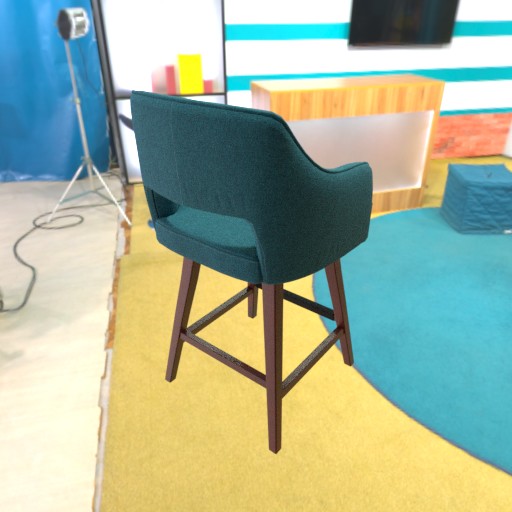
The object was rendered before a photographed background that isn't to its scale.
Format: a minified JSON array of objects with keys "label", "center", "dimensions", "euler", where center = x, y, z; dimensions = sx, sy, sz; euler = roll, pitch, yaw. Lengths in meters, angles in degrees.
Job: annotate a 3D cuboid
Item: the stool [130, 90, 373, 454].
[{"label":"stool","center":[0.000,0.000,1.301],"dimensions":[0.548,0.961,0.556],"euler":[21,36,33]}]
